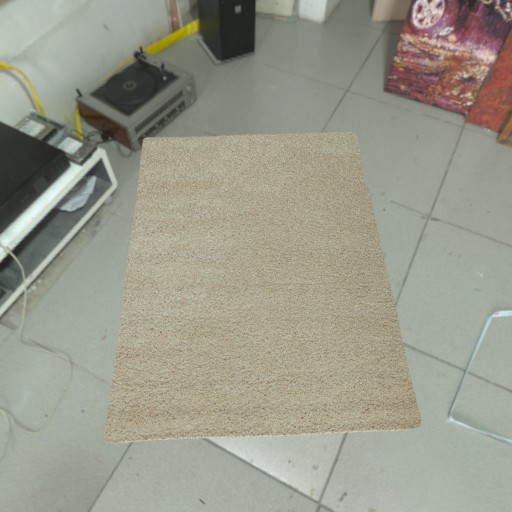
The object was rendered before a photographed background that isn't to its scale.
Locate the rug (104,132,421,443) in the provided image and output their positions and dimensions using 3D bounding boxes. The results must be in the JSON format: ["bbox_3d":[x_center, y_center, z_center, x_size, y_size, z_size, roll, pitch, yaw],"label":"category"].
[{"bbox_3d":[0.000,0.000,2.087,1.199,0.025,1.600,-2,58,-1],"label":"rug"}]
